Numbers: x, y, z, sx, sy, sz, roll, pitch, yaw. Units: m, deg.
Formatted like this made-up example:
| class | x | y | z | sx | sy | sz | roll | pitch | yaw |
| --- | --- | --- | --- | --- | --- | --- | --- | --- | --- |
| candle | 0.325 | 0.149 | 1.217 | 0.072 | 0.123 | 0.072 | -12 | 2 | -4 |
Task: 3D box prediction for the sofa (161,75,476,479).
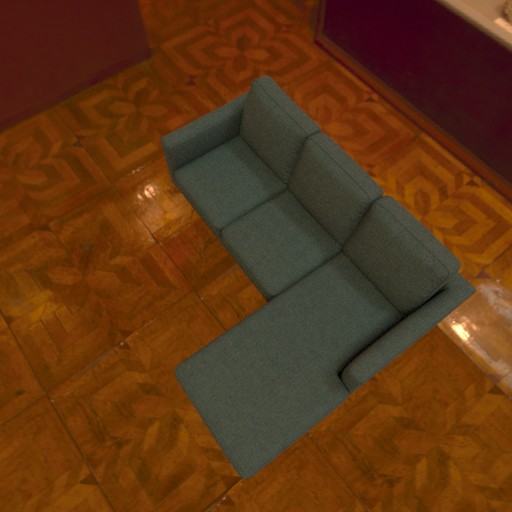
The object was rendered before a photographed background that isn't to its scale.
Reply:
| class | x | y | z | sx | sy | sz | roll | pitch | yaw |
| --- | --- | --- | --- | --- | --- | --- | --- | --- | --- |
| sofa | 0.000 | 0.000 | 2.886 | 1.667 | 0.957 | 2.055 | -33 | 68 | -15 |
